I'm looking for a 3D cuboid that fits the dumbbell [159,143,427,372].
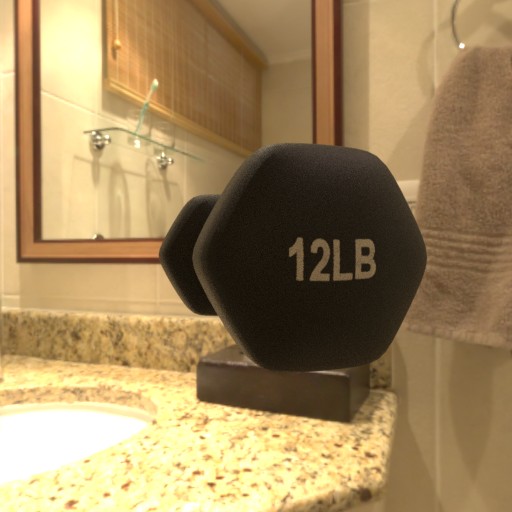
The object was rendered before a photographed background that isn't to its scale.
[{"bbox_3d":[0.000,0.000,0.292,0.112,0.101,0.231,0,1,-16],"label":"dumbbell"}]
